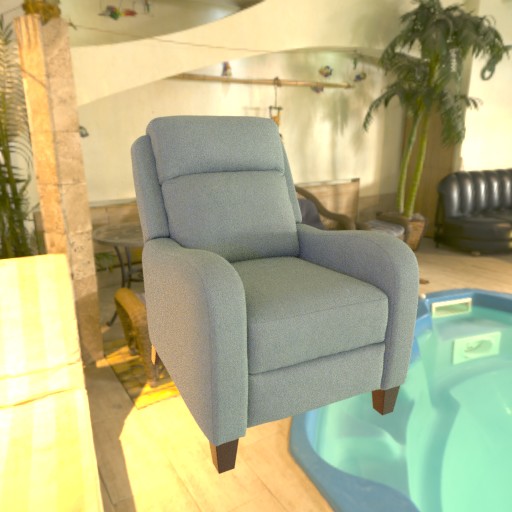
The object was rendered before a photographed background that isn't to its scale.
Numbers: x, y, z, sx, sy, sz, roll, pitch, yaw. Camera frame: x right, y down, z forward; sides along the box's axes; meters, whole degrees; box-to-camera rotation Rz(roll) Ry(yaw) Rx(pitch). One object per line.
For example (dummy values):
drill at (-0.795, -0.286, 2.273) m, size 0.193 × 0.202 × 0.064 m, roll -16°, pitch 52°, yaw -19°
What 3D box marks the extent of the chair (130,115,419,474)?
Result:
chair at (0.000, 0.000, 1.736) m, size 0.785 × 1.067 × 0.988 m, roll -8°, pitch 18°, yaw -25°
